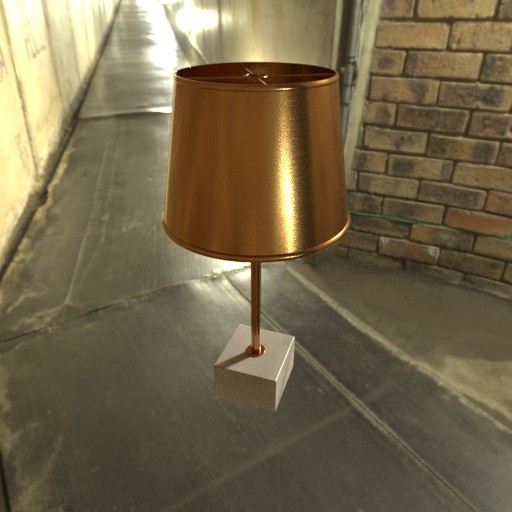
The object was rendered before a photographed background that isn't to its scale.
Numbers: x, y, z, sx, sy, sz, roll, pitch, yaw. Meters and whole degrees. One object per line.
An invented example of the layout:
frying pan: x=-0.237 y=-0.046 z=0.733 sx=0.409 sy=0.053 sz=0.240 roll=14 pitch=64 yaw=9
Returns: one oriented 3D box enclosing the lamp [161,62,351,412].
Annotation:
lamp: x=0.000 y=0.000 z=0.524 sx=0.208 sy=0.406 sz=0.208 roll=0 pitch=30 yaw=0
